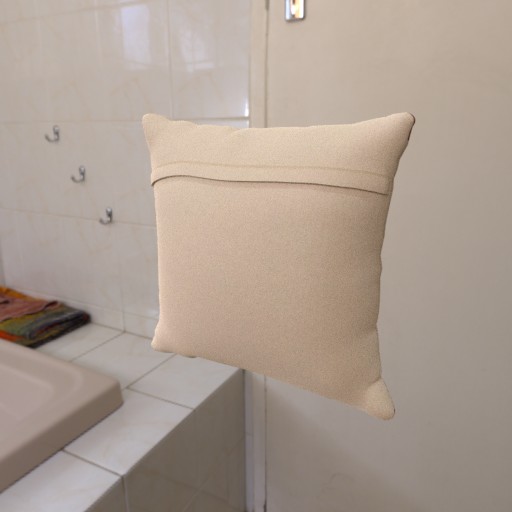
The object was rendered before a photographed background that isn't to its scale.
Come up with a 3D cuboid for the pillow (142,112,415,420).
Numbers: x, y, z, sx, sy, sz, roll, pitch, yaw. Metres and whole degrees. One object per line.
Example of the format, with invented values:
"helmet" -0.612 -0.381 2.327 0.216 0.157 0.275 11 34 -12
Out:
"pillow" 0.000 0.000 0.810 0.536 0.506 0.229 8 17 28
